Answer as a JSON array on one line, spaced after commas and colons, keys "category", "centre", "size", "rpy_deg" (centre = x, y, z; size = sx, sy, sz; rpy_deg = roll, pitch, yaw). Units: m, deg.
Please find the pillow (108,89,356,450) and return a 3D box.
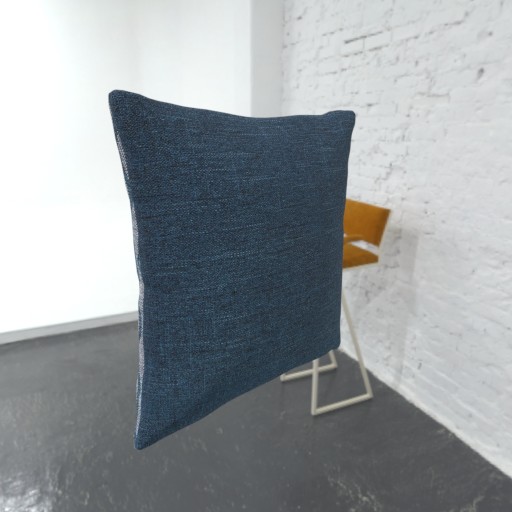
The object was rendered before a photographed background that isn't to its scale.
[{"category": "pillow", "centre": [0.000, 0.000, 0.656], "size": [0.435, 0.435, 0.159], "rpy_deg": [-15, 21, -43]}]
